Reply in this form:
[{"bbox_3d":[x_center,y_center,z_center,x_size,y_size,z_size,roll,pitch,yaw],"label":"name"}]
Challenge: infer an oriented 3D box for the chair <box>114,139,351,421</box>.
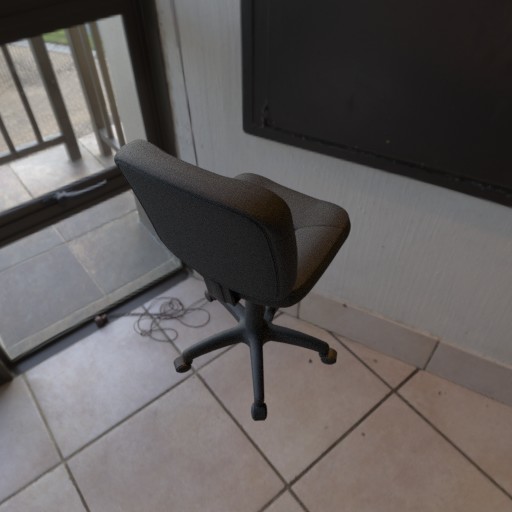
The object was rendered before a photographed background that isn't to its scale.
[{"bbox_3d":[0.000,0.000,1.373,0.610,0.972,0.610,25,51,22],"label":"chair"}]
